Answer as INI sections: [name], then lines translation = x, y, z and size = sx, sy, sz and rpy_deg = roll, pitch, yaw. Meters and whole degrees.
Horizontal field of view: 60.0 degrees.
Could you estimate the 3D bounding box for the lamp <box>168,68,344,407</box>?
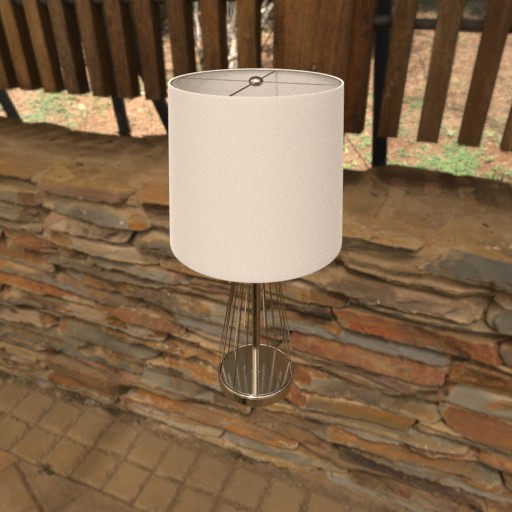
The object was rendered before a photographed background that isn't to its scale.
[lamp]
translation = 0.000, 0.000, 0.814
size = 0.303, 0.618, 0.303
rpy_deg = 0, 30, 0
